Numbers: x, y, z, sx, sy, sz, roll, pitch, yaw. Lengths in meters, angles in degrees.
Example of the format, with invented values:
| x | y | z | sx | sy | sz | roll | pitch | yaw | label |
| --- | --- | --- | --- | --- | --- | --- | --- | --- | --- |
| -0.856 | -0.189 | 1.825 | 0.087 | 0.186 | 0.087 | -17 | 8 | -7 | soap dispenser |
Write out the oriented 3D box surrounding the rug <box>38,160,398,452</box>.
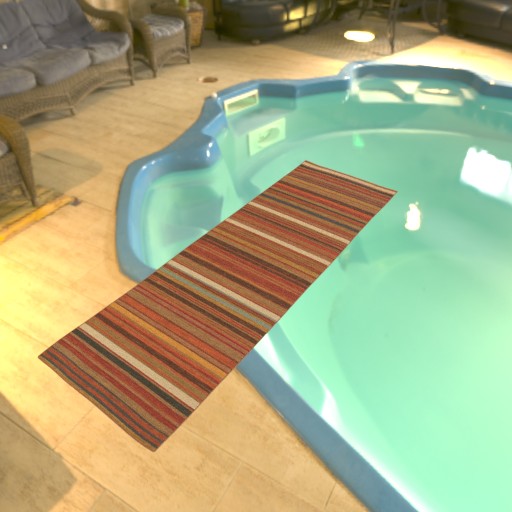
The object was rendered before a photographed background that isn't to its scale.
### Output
| x | y | z | sx | sy | sz | roll | pitch | yaw | label |
| --- | --- | --- | --- | --- | --- | --- | --- | --- | --- |
| 0.000 | 0.000 | 2.674 | 0.799 | 0.030 | 2.444 | 25 | 46 | 27 | rug |
